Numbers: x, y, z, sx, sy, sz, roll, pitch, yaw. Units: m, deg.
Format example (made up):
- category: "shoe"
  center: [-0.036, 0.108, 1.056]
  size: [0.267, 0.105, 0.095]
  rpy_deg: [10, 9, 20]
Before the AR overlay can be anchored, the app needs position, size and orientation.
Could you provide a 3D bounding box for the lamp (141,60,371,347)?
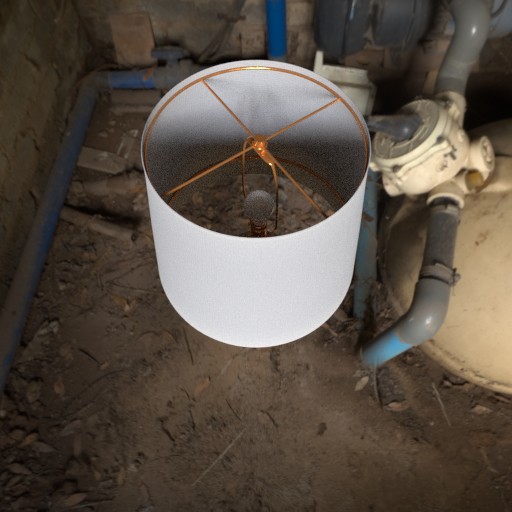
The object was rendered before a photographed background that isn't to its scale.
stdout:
- category: "lamp"
  center: [0.000, 0.000, 0.440]
  size: [0.189, 0.340, 0.189]
  rpy_deg: [0, 63, 0]
